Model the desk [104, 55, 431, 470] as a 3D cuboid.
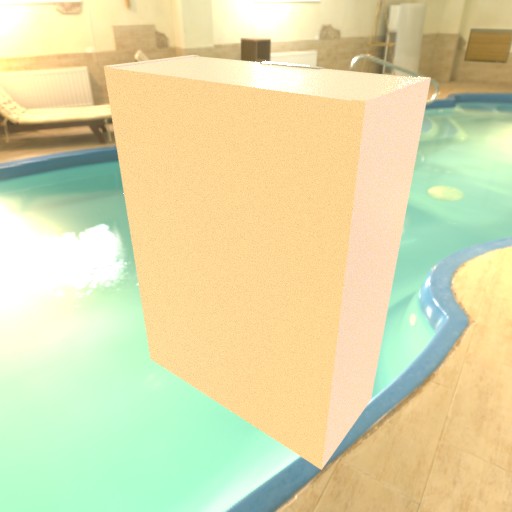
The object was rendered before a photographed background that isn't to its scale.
[{"bbox_3d":[0.000,0.000,1.532,0.850,1.190,0.390,21,36,32],"label":"desk"}]
